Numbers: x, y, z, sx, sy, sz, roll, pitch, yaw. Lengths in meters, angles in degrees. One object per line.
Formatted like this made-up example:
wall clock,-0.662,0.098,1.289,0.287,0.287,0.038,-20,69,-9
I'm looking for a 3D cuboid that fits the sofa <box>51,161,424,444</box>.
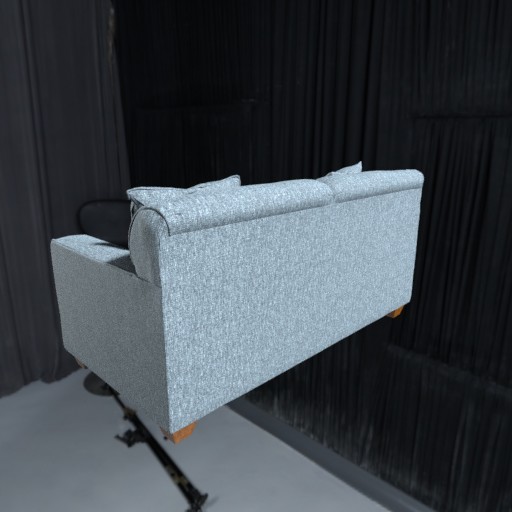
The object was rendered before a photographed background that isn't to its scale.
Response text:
sofa,0.000,0.000,2.427,1.846,0.958,0.998,-15,22,-43
